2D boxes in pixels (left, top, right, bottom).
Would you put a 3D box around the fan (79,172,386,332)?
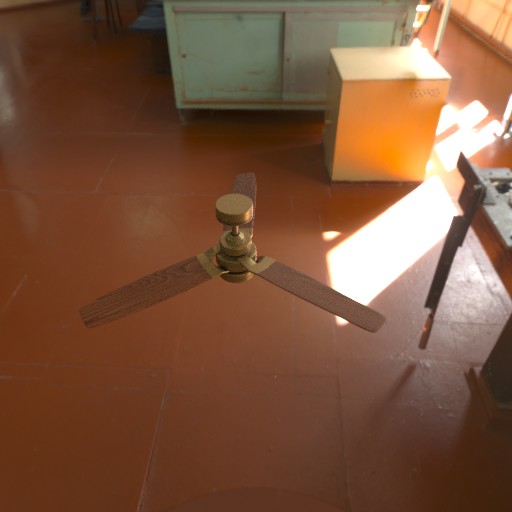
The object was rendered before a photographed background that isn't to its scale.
[{"bbox_3d":[0.000,0.000,2.076,1.271,0.425,1.416,26,47,27],"label":"fan"}]
